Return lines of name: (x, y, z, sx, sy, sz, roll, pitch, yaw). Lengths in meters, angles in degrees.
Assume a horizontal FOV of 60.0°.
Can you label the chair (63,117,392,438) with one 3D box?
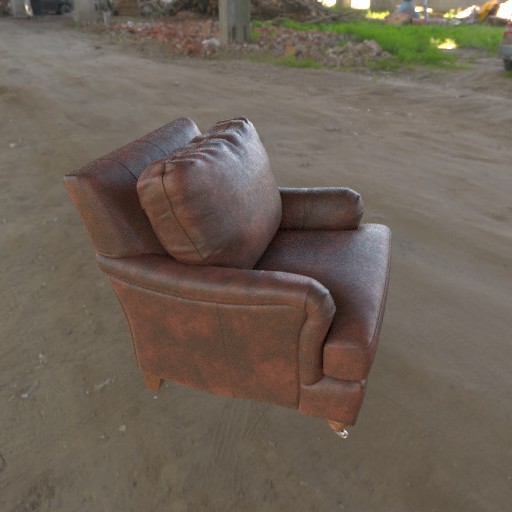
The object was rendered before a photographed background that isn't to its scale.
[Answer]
chair: (0.000, 0.000, 1.975, 1.156, 1.051, 0.987, 10, 32, 16)
